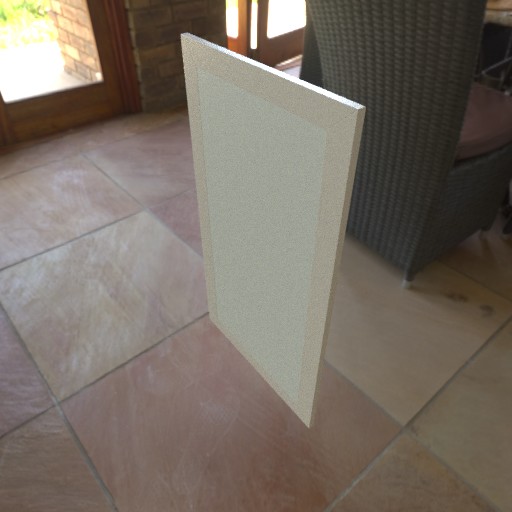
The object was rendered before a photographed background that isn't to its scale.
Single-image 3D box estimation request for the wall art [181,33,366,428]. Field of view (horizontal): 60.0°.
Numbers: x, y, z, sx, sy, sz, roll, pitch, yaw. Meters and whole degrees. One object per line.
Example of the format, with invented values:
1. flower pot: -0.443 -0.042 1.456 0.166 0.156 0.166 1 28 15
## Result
1. wall art: 0.000 0.000 0.819 0.013 0.683 0.380 -27 47 -27
